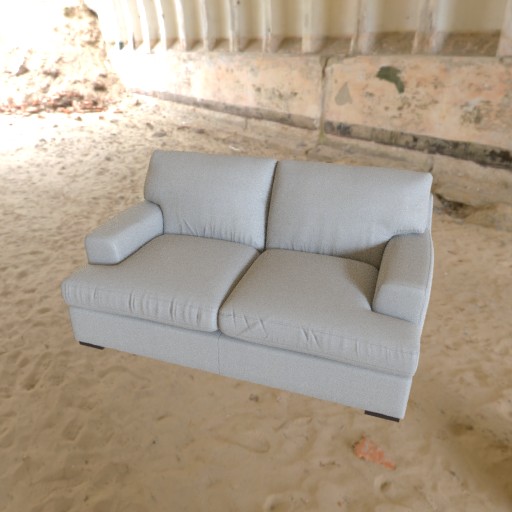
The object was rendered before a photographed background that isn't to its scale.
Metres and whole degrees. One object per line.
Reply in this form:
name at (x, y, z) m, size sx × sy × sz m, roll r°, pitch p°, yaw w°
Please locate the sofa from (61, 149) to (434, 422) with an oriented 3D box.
sofa at (0.000, 0.000, 2.521) m, size 1.880 × 0.940 × 1.143 m, roll 9°, pitch 27°, yaw 17°
